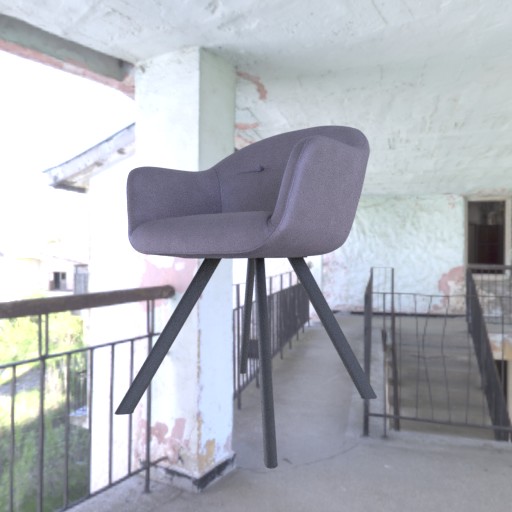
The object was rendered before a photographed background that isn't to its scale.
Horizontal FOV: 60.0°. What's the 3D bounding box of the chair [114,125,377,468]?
[{"bbox_3d":[0.000,0.000,1.172,0.567,0.781,0.544,0,0,37],"label":"chair"}]
